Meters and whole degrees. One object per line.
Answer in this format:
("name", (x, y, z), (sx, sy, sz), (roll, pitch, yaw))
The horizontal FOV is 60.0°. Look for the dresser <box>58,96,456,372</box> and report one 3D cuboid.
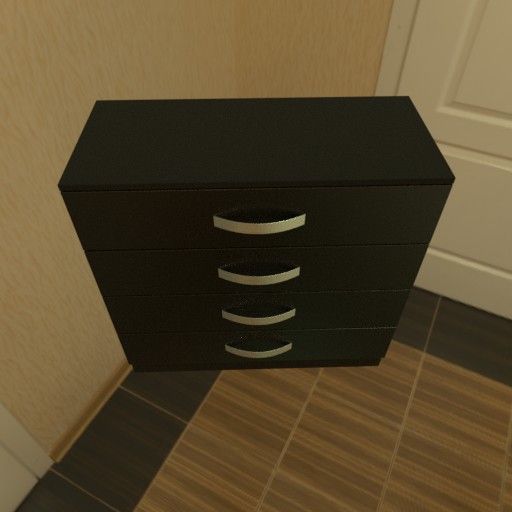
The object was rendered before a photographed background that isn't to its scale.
("dresser", (0.000, 0.000, 1.198), (0.750, 0.720, 0.360), (-1, 46, -1))
